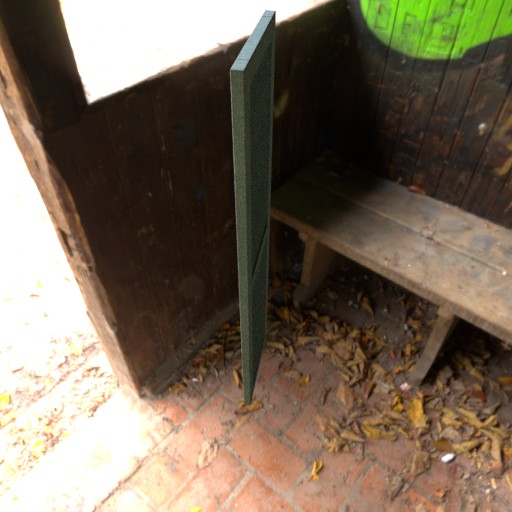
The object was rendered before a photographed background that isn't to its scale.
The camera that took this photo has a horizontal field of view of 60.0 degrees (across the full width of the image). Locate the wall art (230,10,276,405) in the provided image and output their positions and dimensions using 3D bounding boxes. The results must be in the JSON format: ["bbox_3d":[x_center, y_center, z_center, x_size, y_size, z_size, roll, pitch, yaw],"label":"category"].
[{"bbox_3d":[0.000,0.000,1.299,0.025,1.219,0.329,8,46,8],"label":"wall art"}]
